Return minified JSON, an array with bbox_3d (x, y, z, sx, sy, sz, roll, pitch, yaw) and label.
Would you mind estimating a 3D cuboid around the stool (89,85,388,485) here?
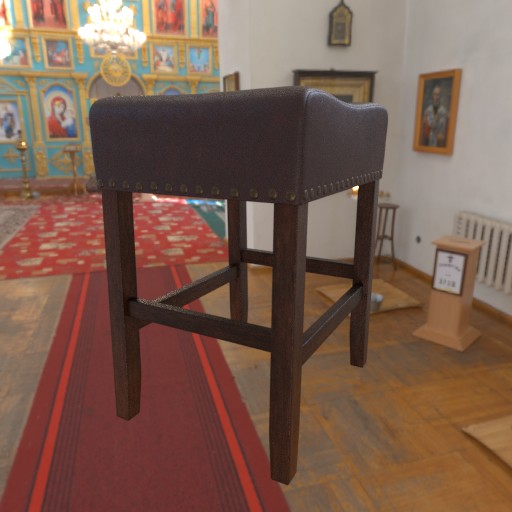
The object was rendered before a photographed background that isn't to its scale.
[{"bbox_3d":[0.000,0.000,0.913,0.397,0.608,0.465,8,17,28],"label":"stool"}]
